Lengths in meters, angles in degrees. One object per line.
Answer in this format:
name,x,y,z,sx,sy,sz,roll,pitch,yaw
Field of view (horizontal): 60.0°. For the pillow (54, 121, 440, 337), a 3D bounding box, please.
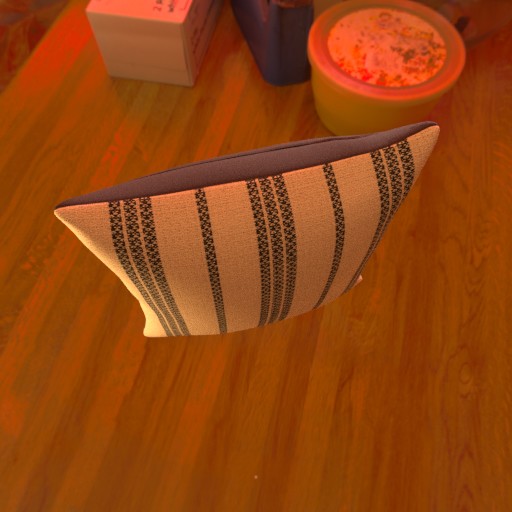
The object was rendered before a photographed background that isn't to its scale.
pillow,0.000,0.000,0.623,0.405,0.406,0.173,-14,64,-7
